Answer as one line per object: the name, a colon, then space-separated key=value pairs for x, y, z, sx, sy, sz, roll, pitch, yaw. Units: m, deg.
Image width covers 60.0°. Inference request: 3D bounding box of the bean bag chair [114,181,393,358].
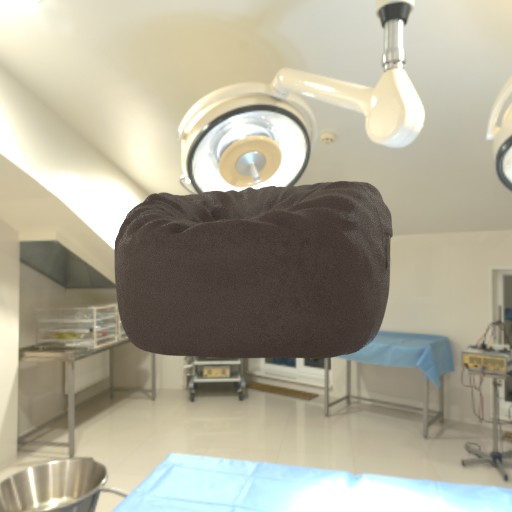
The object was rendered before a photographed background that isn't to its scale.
bean bag chair: x=0.000 y=0.000 z=2.092 sx=1.245 sy=0.821 sz=1.245 roll=0 pitch=-2 yaw=0
